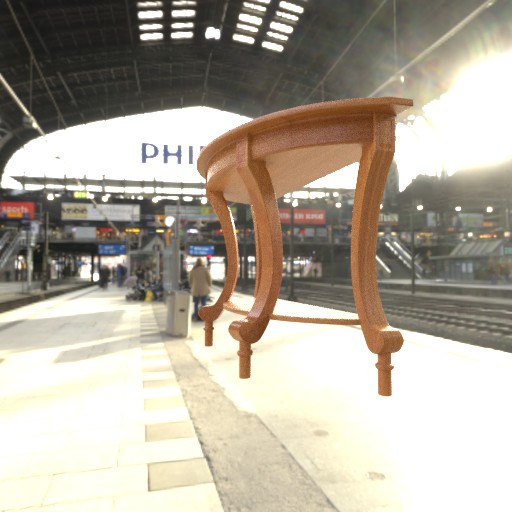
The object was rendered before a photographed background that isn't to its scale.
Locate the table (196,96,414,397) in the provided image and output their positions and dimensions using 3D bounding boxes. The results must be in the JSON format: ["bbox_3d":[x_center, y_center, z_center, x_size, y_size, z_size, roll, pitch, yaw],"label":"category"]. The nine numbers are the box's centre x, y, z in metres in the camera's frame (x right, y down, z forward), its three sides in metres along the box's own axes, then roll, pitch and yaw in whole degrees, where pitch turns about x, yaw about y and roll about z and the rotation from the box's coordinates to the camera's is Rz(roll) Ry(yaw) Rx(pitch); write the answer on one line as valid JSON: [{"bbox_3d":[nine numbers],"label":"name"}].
[{"bbox_3d":[0.000,0.000,1.525,0.394,0.692,1.198,1,-2,-17],"label":"table"}]
